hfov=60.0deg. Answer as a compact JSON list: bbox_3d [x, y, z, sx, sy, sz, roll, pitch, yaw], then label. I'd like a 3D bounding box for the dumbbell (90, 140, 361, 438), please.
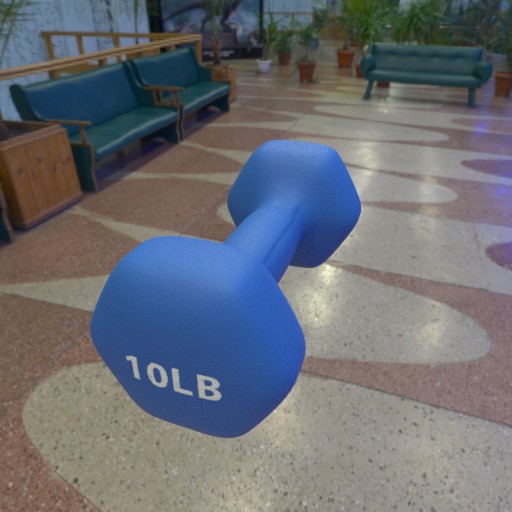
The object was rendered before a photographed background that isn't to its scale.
[{"bbox_3d":[0.000,0.000,0.270,0.103,0.093,0.212,11,32,18],"label":"dumbbell"}]
